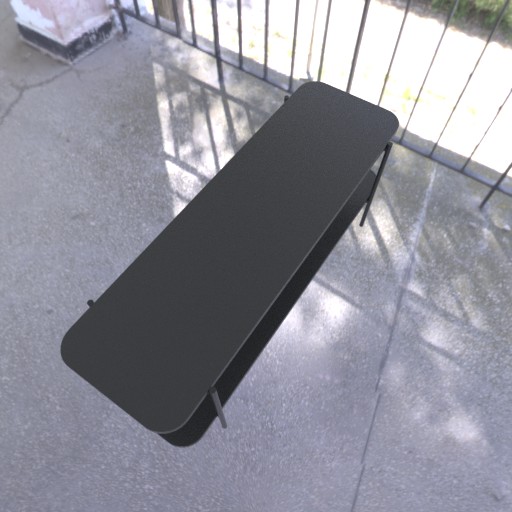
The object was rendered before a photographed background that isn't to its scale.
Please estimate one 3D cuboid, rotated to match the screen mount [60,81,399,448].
[{"bbox_3d":[0.000,0.000,1.436,0.400,0.447,1.200,30,64,17],"label":"screen mount"}]
